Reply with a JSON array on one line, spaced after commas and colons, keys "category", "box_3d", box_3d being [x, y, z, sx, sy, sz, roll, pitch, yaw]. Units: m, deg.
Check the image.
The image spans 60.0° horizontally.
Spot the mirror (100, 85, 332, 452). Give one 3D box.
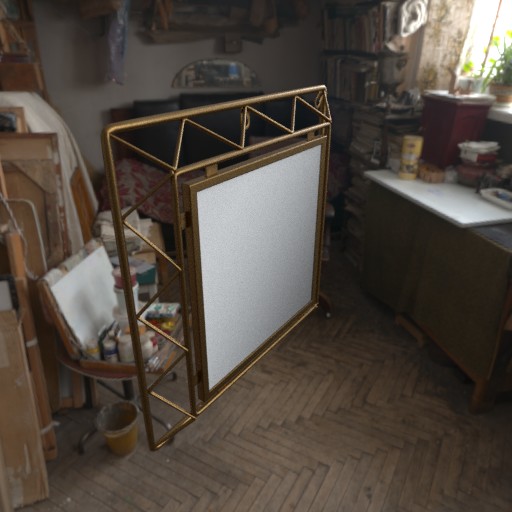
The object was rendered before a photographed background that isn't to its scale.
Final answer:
[{"category": "mirror", "box_3d": [0.000, 0.000, 0.618, 0.046, 0.414, 0.416, 18, 32, 31]}]
